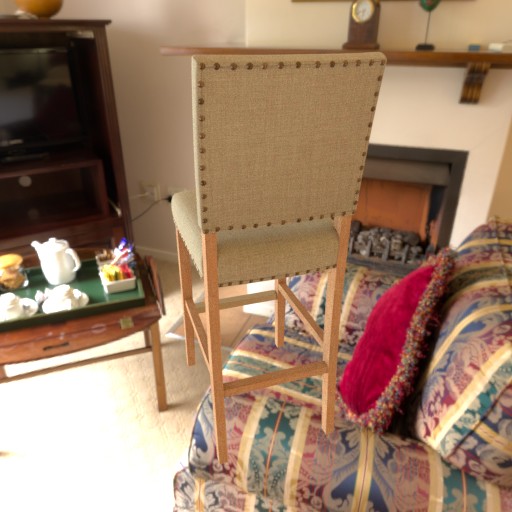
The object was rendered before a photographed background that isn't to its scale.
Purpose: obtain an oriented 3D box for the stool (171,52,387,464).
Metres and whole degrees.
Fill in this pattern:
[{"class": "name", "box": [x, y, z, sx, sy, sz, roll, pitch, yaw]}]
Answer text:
[{"class": "stool", "box": [0.000, 0.000, 1.423, 0.445, 1.203, 0.585, -8, 28, -16]}]
